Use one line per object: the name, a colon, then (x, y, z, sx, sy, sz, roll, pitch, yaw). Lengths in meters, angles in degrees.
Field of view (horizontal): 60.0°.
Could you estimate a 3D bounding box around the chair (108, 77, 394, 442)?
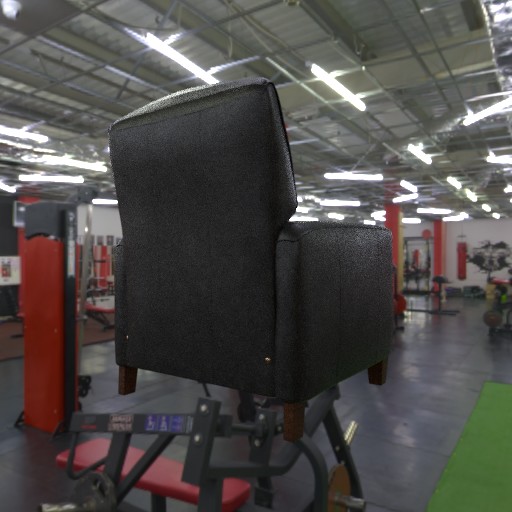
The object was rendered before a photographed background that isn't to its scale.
chair: (0.000, 0.000, 1.690, 0.848, 1.014, 0.864, 0, -1, 36)
